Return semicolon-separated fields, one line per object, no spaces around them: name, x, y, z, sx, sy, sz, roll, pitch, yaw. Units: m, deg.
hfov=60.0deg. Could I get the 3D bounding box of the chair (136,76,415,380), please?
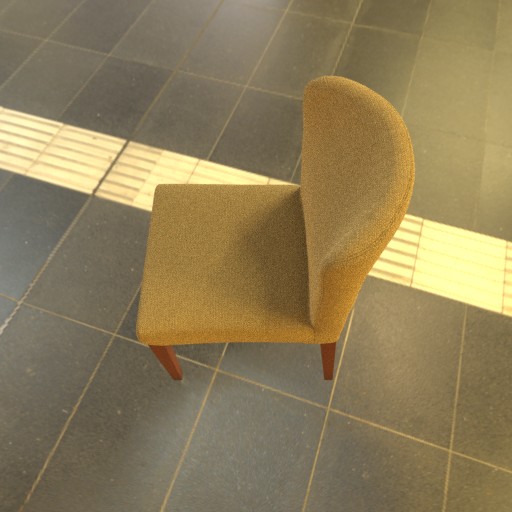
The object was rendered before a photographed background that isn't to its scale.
chair;0.000;0.000;1.182;0.589;0.839;0.491;0;59;0
